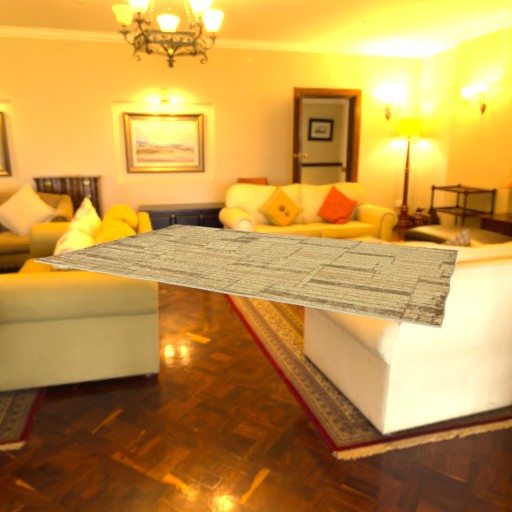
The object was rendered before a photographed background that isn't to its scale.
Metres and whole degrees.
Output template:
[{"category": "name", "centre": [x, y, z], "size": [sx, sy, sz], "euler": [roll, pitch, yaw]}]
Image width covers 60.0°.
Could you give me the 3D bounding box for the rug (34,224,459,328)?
[{"category": "rug", "centre": [0.000, 0.000, 2.988], "size": [2.444, 0.023, 1.531], "euler": [7, 15, 26]}]
